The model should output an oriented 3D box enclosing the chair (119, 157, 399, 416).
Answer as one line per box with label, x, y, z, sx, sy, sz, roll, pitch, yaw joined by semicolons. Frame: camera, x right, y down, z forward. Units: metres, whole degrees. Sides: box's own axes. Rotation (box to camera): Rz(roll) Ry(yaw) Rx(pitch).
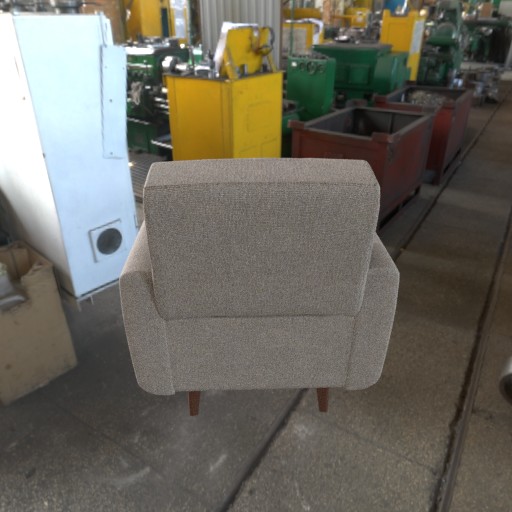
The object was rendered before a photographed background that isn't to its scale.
chair;0.000;0.000;1.710;0.845;0.968;0.942;-1;30;-2
